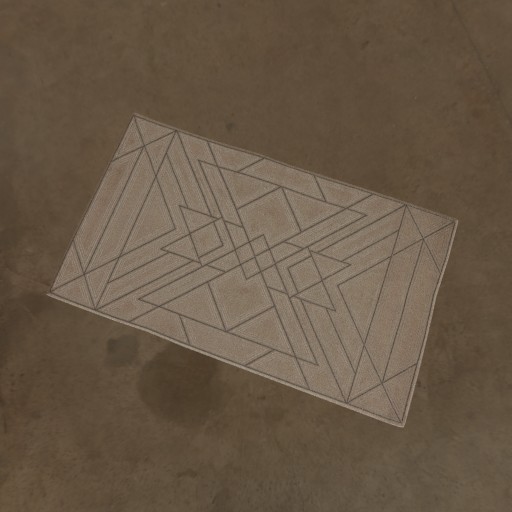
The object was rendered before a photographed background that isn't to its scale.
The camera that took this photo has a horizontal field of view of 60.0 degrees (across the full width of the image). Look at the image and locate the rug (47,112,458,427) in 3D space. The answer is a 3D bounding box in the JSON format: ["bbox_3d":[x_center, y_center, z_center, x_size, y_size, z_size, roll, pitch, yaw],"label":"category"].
[{"bbox_3d":[0.000,0.000,1.061,0.869,0.008,0.511,19,76,5],"label":"rug"}]
